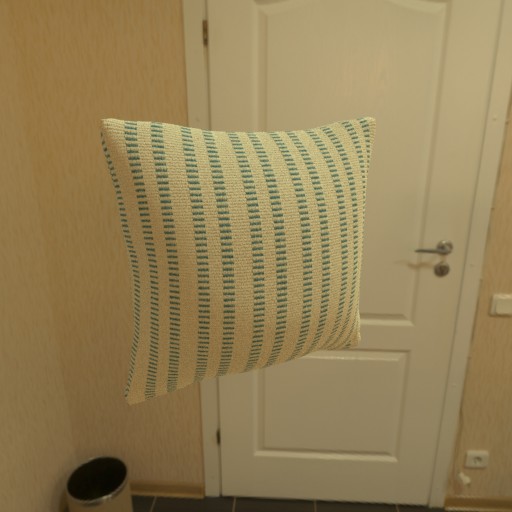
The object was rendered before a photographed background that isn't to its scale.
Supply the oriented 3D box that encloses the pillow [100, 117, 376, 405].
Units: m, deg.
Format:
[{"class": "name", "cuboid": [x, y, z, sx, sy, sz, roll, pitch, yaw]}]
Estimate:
[{"class": "pillow", "cuboid": [0.000, 0.000, 0.701, 0.438, 0.419, 0.247, -8, 19, -24]}]
